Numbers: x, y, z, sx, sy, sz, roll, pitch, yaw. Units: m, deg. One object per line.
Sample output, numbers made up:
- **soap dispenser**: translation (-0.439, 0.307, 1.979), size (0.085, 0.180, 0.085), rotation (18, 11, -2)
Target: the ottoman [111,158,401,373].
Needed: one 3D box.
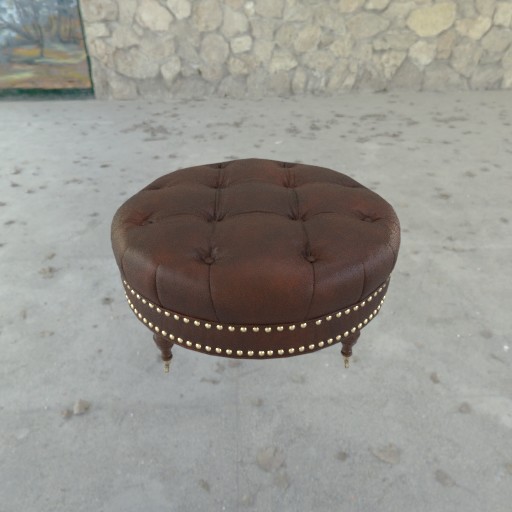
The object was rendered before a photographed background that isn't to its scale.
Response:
- **ottoman**: translation (0.000, 0.000, 1.452), size (0.901, 0.455, 0.901), rotation (0, 30, 0)
